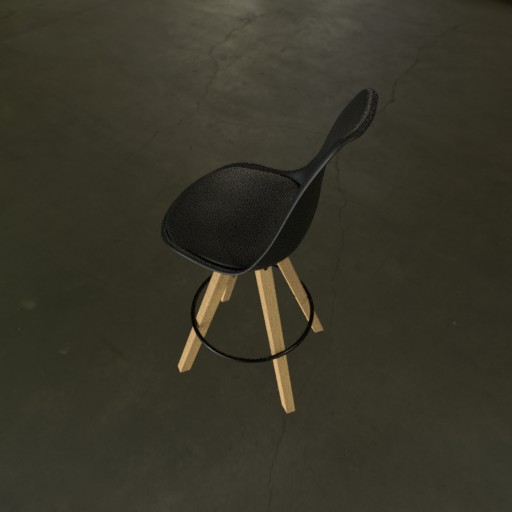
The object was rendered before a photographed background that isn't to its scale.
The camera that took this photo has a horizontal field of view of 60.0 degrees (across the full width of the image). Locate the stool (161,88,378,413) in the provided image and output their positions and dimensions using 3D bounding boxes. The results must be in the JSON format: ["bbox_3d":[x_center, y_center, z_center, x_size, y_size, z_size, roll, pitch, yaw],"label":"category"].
[{"bbox_3d":[0.000,0.000,1.425,0.550,1.115,0.485,16,49,15],"label":"stool"}]
